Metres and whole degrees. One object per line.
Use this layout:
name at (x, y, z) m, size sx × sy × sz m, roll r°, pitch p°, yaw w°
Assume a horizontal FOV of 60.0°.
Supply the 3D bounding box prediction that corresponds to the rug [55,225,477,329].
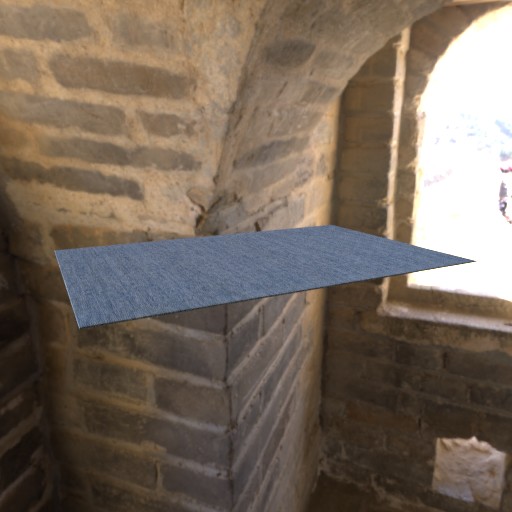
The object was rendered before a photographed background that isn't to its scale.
rug at (0.000, 0.000, 2.186) m, size 1.752 × 0.006 × 1.142 m, roll -7°, pitch 15°, yaw -26°
